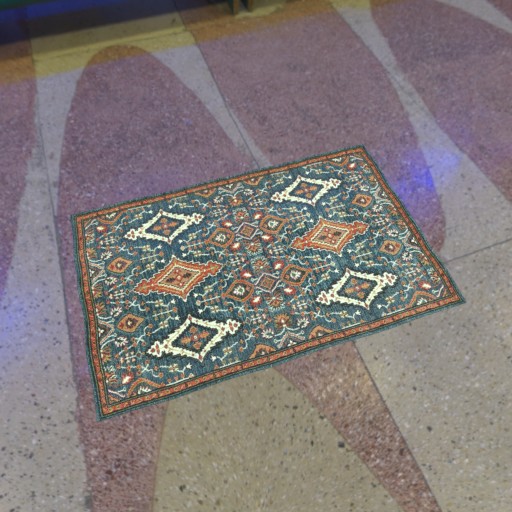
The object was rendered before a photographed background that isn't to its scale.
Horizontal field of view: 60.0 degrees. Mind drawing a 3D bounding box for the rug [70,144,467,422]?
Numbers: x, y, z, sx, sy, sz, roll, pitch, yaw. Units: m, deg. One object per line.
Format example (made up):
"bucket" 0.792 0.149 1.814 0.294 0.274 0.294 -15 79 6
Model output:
"rug" 0.000 0.000 4.312 3.371 0.008 2.190 -16 58 -10
